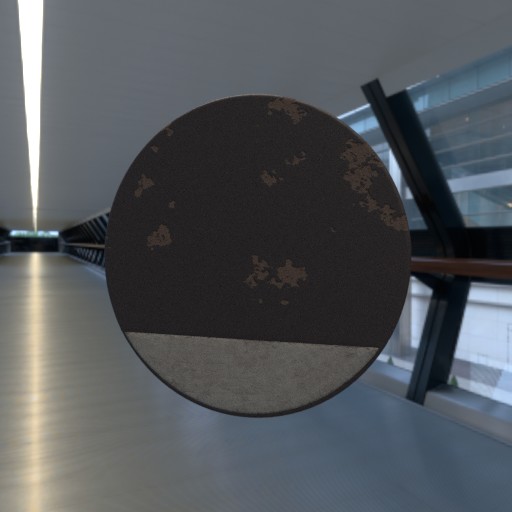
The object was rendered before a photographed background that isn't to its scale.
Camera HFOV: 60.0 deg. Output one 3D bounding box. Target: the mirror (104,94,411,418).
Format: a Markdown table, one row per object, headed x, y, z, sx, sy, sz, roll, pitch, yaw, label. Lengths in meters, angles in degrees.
| x | y | z | sx | sy | sz | roll | pitch | yaw | label |
| --- | --- | --- | --- | --- | --- | --- | --- | --- | --- |
| 0.000 | 0.000 | 0.587 | 0.386 | 0.386 | 0.126 | 0 | 0 | 18 | mirror |
